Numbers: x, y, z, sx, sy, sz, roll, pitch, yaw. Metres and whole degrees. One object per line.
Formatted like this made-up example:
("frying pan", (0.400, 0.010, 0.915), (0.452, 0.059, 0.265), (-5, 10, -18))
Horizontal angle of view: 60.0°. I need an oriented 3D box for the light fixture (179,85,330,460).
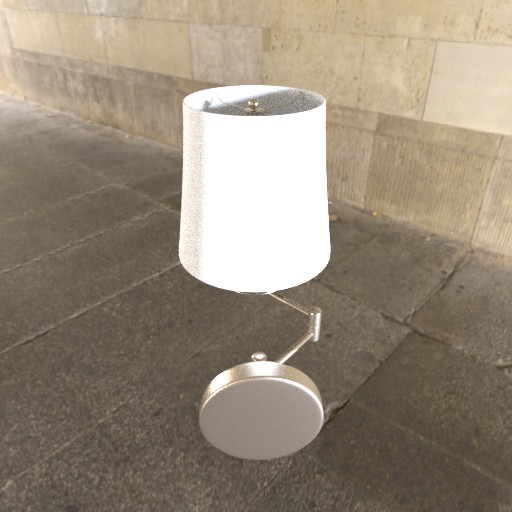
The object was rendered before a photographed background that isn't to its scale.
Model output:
("light fixture", (0.000, 0.000, 0.596), (0.223, 0.381, 0.348), (-1, 31, -2))
